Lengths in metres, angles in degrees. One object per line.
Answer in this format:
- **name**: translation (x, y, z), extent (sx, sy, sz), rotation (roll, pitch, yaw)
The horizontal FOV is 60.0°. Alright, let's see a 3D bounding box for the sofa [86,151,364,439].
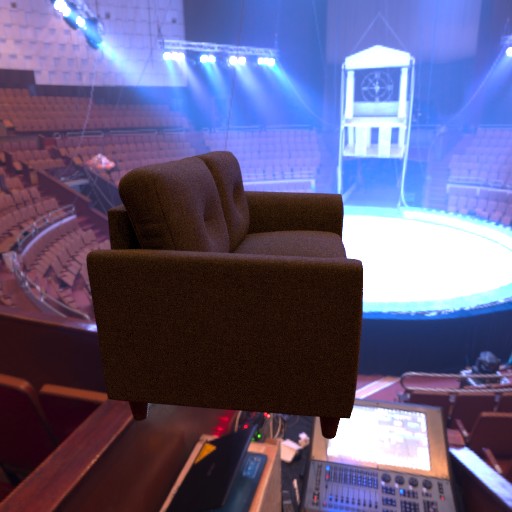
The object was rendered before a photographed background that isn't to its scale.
- **sofa**: translation (0.000, 0.000, 2.002), extent (0.851, 0.885, 1.423), rotation (2, 16, 8)
